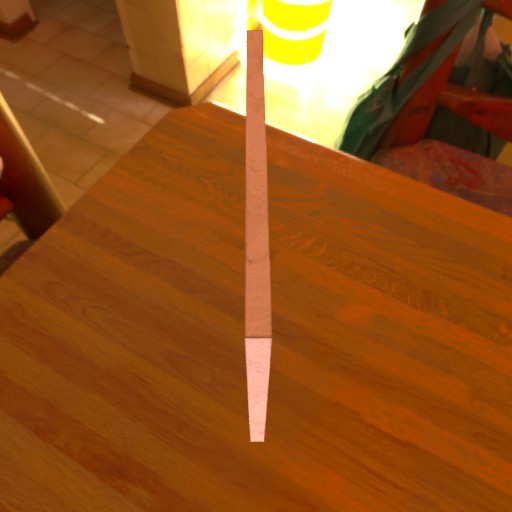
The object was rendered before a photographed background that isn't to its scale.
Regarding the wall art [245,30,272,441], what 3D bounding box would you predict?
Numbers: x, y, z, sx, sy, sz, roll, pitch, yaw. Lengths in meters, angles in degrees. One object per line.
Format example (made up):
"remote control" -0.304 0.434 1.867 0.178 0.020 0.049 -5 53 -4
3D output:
"wall art" 0.000 0.000 1.142 0.038 0.757 0.760 0 57 0
